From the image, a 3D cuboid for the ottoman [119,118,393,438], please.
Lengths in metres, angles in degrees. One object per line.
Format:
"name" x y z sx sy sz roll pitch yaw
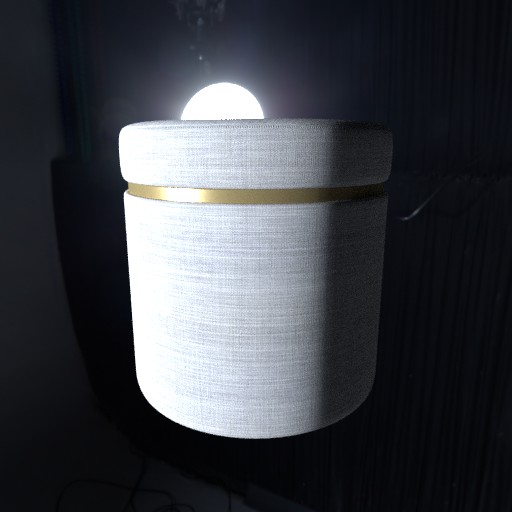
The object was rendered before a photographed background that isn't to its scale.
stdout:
"ottoman" 0.000 0.000 0.717 0.400 0.406 0.400 0 14 0
